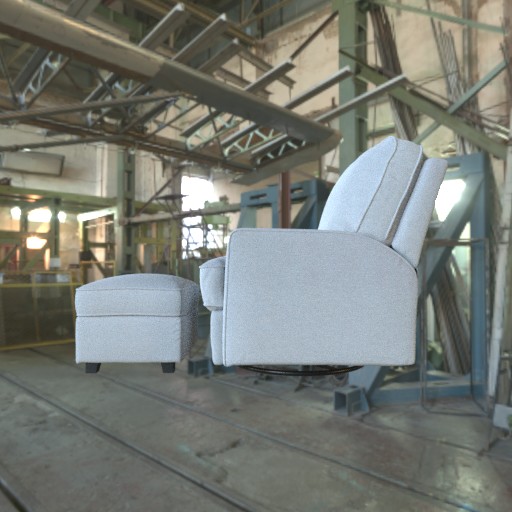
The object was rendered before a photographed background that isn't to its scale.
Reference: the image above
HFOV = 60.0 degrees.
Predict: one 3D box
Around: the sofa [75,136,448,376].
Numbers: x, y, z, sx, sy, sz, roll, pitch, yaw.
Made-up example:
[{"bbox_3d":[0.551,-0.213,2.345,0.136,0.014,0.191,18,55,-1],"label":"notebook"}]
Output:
[{"bbox_3d":[0.000,0.000,2.046,1.472,0.959,0.861,0,-2,-1],"label":"sofa"}]
